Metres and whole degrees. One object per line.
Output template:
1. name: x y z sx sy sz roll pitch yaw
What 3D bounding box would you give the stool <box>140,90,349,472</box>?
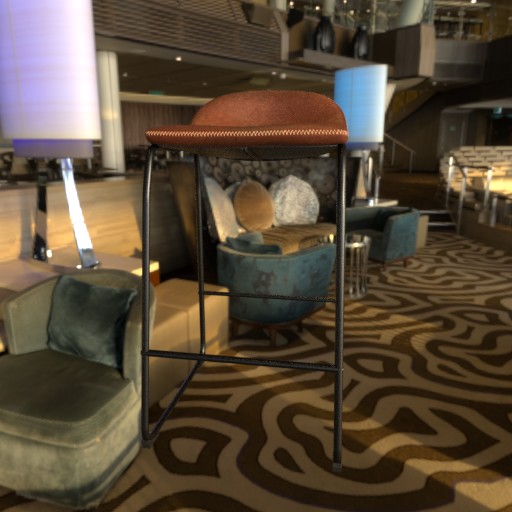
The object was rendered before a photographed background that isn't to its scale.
1. stool: 0.000 0.000 1.107 0.454 0.830 0.473 2 14 10
